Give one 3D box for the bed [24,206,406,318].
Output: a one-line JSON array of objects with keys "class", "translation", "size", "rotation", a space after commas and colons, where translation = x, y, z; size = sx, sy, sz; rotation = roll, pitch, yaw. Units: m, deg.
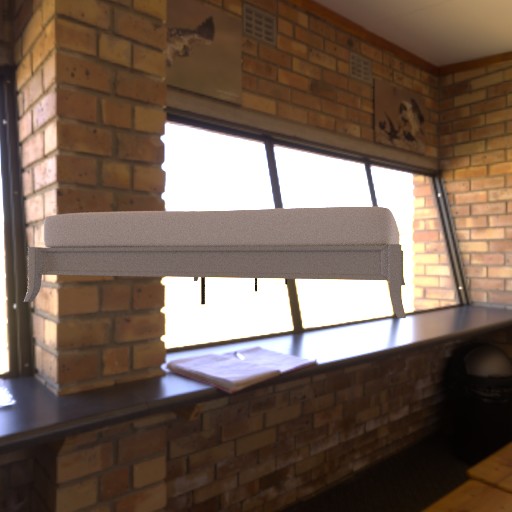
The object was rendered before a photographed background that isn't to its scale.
[{"class": "bed", "translation": [0.000, 0.000, 3.134], "size": [2.007, 0.510, 2.108], "rotation": [0, 0, 19]}]
